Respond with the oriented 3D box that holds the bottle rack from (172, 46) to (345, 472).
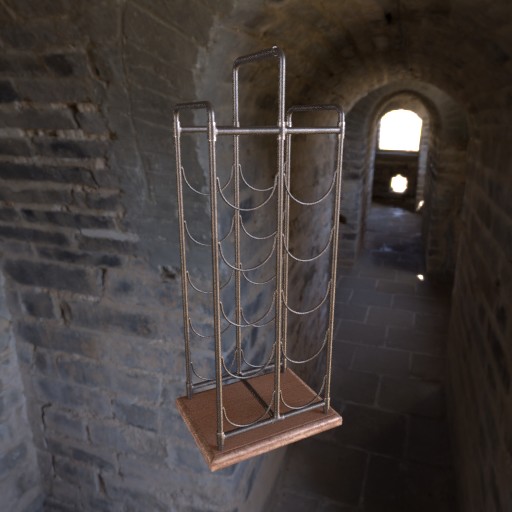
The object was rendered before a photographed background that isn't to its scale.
[{"bbox_3d":[0.000,0.000,0.806,0.276,0.680,0.208,-8,19,-26],"label":"bottle rack"}]
